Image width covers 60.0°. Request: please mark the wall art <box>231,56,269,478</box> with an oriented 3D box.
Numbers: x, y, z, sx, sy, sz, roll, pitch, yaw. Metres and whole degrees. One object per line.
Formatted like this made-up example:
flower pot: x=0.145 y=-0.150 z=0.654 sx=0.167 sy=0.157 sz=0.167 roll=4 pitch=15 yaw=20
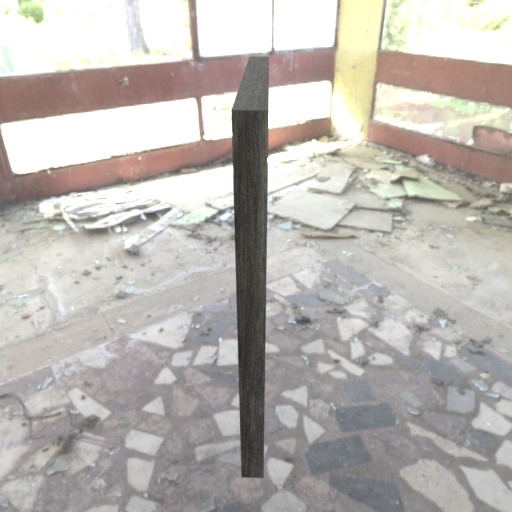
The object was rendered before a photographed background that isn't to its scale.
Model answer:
wall art: x=0.000 y=0.000 z=1.332 sx=0.063 sy=1.016 sz=0.762 roll=1 pitch=30 yaw=1
